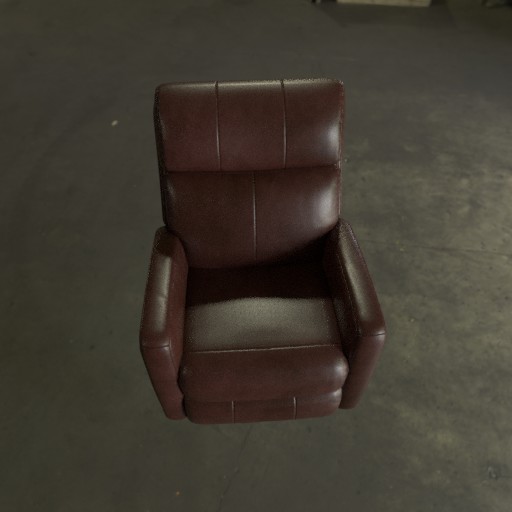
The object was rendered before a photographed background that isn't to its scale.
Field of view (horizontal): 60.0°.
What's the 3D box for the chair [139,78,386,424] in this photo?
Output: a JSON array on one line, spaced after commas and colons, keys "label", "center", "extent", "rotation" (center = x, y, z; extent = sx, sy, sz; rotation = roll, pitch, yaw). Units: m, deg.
[{"label": "chair", "center": [0.000, 0.000, 1.674], "extent": [0.787, 1.016, 0.939], "rotation": [-3, 46, -3]}]
